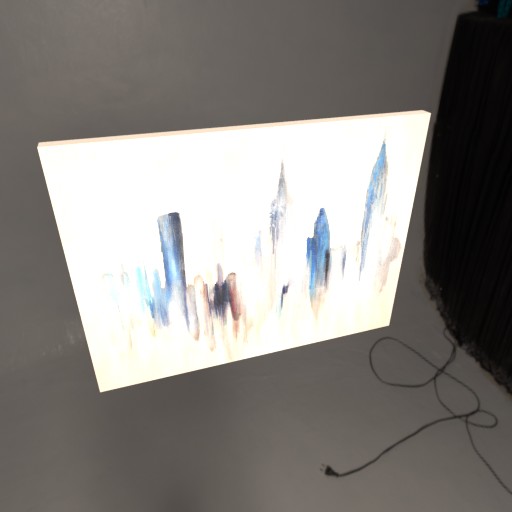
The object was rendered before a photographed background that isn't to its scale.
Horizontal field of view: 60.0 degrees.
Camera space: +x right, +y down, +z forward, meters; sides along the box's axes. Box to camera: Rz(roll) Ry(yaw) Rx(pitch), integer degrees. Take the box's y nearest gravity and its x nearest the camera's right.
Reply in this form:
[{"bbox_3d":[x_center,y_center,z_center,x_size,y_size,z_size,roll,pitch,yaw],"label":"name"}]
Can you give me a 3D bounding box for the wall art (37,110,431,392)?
[{"bbox_3d":[0.000,0.000,1.313,1.016,0.762,0.038,-10,32,-16],"label":"wall art"}]
